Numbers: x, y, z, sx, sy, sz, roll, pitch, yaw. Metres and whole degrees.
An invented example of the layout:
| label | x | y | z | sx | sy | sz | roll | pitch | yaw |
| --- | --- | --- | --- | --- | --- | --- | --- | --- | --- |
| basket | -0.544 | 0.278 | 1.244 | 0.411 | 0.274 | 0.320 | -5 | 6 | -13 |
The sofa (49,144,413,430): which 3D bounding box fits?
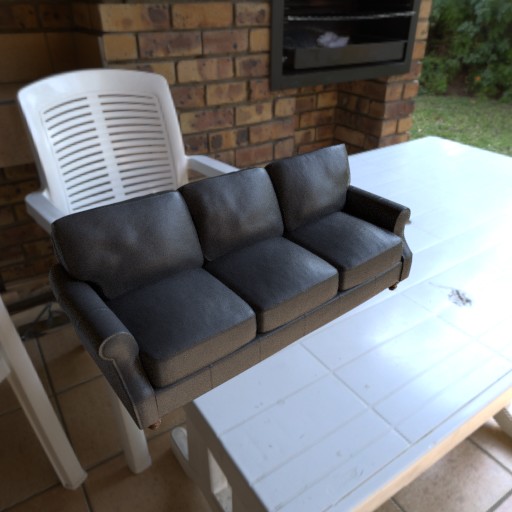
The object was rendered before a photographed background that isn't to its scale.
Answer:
| label | x | y | z | sx | sy | sz | roll | pitch | yaw |
| --- | --- | --- | --- | --- | --- | --- | --- | --- | --- |
| sofa | 0.000 | 0.000 | 2.889 | 2.387 | 0.977 | 0.974 | -22 | 37 | -33 |
